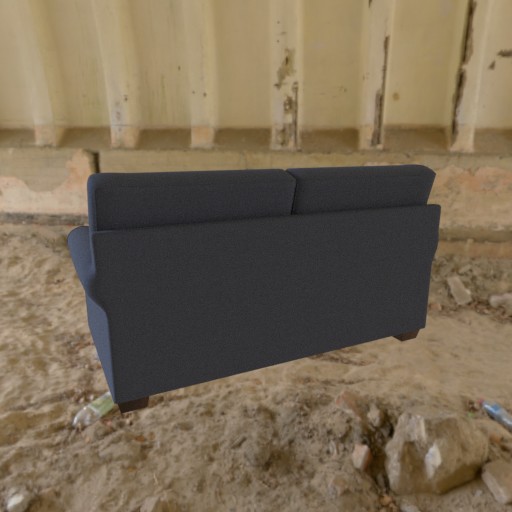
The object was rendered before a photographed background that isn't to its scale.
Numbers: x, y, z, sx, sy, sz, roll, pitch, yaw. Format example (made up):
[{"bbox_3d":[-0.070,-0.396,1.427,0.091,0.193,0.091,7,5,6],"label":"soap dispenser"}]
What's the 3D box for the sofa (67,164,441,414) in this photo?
[{"bbox_3d":[0.000,0.000,2.526,1.930,1.020,0.940,-7,16,-26],"label":"sofa"}]
